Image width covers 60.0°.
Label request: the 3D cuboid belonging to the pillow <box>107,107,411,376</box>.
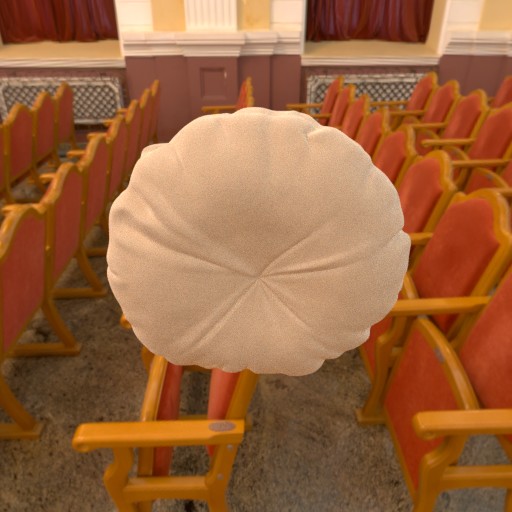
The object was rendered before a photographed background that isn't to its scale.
[{"bbox_3d":[0.000,0.000,0.633,0.428,0.407,0.148,0,30,-1],"label":"pillow"}]
